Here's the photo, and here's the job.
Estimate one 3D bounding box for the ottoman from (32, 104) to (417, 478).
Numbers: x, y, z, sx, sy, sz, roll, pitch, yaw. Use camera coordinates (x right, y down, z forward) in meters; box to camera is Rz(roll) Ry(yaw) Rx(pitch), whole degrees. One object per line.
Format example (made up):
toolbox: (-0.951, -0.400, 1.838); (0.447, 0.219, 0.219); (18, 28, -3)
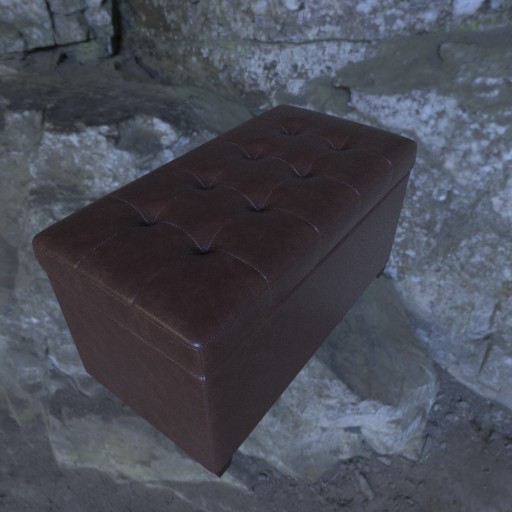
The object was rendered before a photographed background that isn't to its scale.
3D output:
ottoman: (0.000, 0.000, 1.103); (0.432, 0.470, 0.838); (26, 46, 27)
